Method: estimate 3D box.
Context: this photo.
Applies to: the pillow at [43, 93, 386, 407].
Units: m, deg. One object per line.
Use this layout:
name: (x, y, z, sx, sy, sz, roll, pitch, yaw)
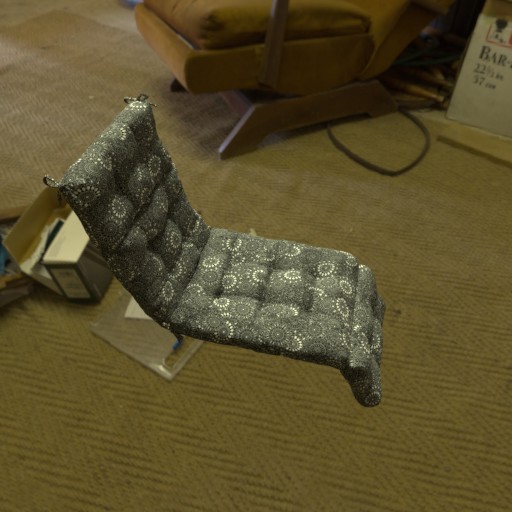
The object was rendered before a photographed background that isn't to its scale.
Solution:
pillow: (0.000, 0.000, 1.516, 1.016, 0.863, 0.526, 10, 47, 9)
